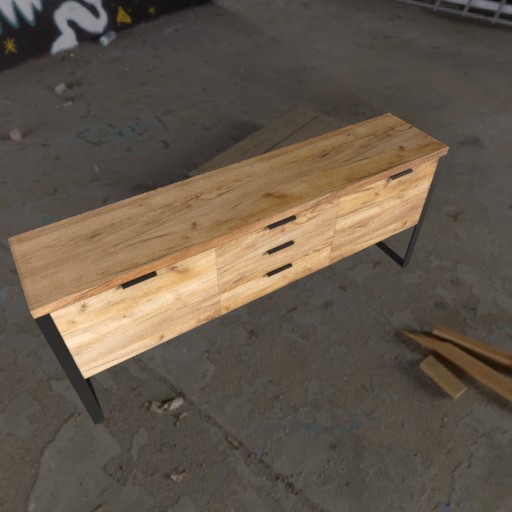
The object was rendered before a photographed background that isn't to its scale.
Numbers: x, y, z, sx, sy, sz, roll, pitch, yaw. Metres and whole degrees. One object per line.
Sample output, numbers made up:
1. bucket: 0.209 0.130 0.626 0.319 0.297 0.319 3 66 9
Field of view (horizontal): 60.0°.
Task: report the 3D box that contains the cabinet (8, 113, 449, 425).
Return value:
1. cabinet: 0.000 0.000 2.035 1.800 0.762 0.395 -23 49 -22
